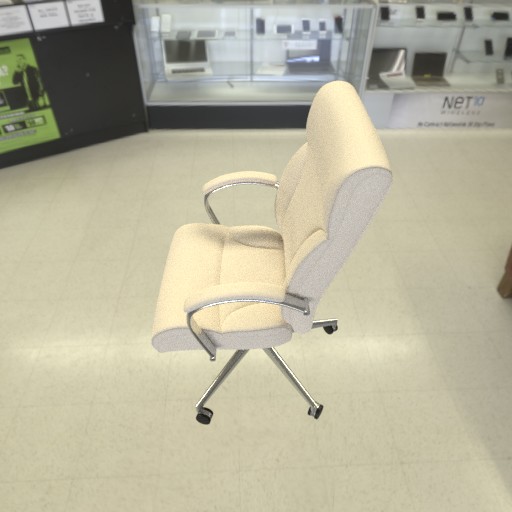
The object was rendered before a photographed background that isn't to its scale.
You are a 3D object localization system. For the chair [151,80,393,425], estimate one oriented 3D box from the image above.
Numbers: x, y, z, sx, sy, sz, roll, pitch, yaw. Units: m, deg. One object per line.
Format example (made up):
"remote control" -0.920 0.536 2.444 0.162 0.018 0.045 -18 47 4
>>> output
"chair" 0.000 0.000 1.604 0.745 1.099 0.727 0 41 0
